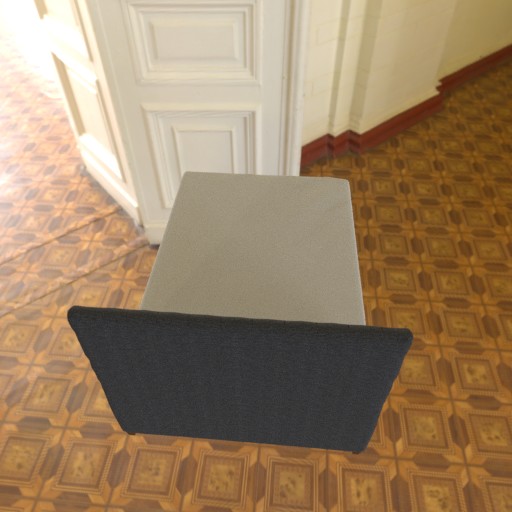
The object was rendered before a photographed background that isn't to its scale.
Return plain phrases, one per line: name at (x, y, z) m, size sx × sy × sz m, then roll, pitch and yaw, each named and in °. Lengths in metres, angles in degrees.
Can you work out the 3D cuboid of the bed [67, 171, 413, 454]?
bed at (0.000, 0.000, 3.420) m, size 1.698 × 1.427 × 2.387 m, roll 3°, pitch 46°, yaw 3°
